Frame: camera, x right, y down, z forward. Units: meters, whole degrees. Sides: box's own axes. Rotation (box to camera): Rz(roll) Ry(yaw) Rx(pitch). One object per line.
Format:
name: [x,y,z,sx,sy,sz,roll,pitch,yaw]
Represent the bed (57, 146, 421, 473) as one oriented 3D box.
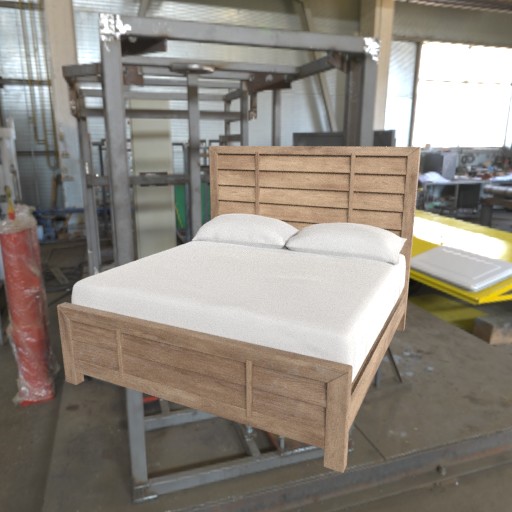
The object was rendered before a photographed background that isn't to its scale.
bed: [0.000,0.000,3.424,2.032,1.626,2.062,7,16,26]
